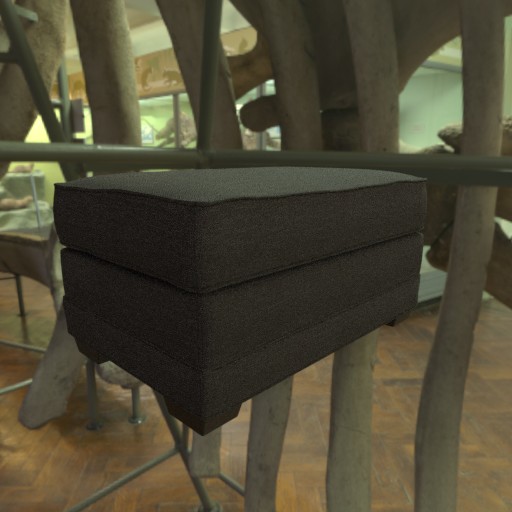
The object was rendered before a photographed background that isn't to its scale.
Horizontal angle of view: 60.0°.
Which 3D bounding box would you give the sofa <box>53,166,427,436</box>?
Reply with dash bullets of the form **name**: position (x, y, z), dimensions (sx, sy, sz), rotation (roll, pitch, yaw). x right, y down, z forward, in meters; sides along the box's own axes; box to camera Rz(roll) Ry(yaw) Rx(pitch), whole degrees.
- **sofa**: position (0.000, 0.000, 1.194), dimensions (0.578, 0.457, 0.854), rotation (13, 18, 43)
